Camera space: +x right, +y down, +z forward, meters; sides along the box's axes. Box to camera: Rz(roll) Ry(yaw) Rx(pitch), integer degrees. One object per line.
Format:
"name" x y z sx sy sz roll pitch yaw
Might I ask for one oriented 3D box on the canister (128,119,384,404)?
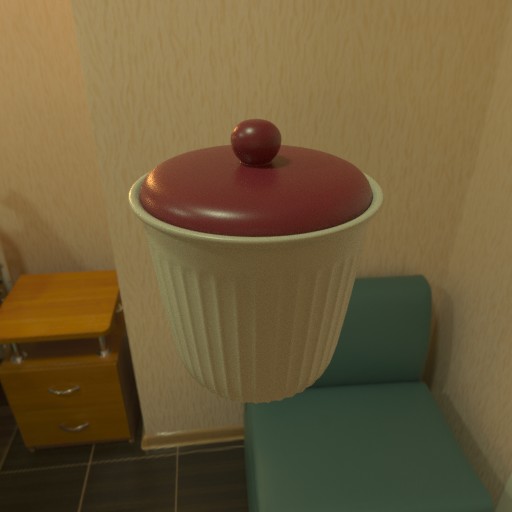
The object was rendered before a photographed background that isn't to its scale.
"canister" 0.000 0.000 0.352 0.181 0.211 0.181 0 29 0
